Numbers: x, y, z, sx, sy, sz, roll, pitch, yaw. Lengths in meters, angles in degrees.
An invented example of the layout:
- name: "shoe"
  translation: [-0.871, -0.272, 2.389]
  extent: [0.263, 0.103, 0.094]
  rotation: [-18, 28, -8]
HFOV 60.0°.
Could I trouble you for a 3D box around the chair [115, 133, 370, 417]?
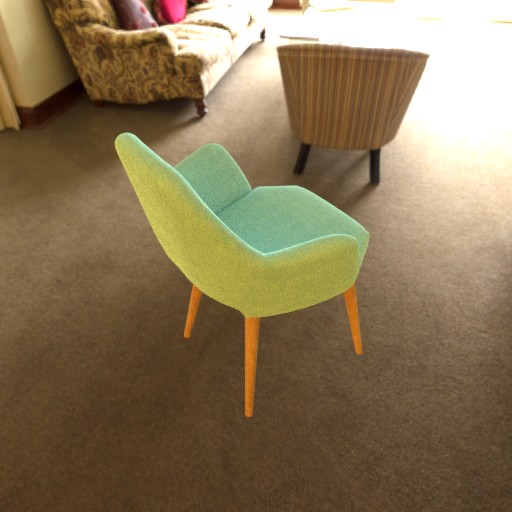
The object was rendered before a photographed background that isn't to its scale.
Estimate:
- name: "chair"
  translation: [0.000, 0.000, 1.274]
  extent: [0.610, 0.840, 0.590]
  rotation: [-26, 47, -27]
